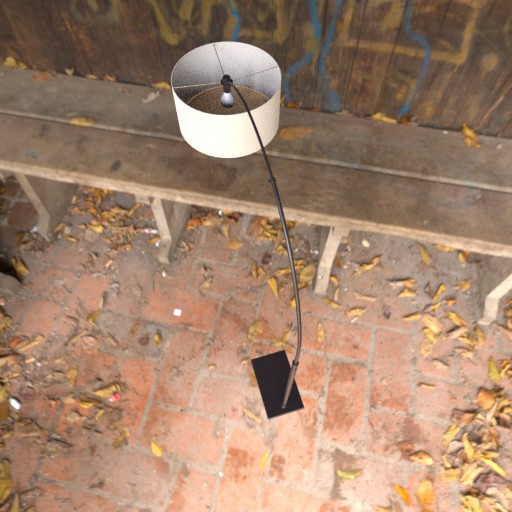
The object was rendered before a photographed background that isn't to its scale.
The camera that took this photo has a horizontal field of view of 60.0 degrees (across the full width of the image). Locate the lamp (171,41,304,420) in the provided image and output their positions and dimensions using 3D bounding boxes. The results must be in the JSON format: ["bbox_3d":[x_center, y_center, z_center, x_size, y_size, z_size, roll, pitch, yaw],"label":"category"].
[{"bbox_3d":[0.000,0.000,2.492,0.493,1.927,1.424,-14,61,-8],"label":"lamp"}]
